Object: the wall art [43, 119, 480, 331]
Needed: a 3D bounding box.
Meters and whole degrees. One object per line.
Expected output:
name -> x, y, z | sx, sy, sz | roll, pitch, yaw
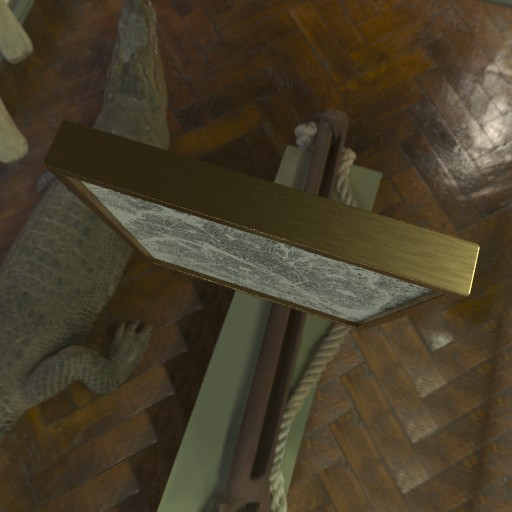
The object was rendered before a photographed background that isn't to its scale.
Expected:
wall art -> 0.000, 0.000, 0.452 | 0.305, 0.305, 0.037 | 17, 77, 4
